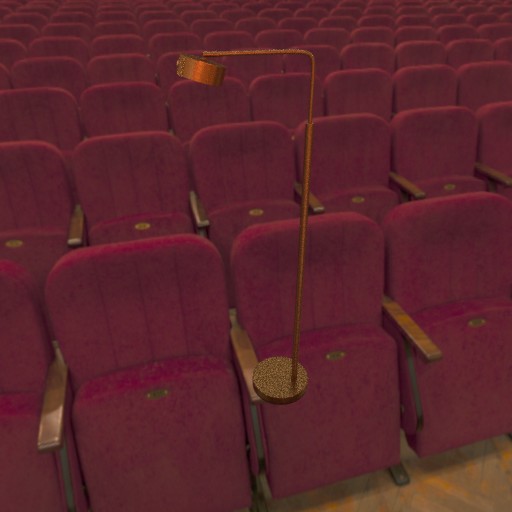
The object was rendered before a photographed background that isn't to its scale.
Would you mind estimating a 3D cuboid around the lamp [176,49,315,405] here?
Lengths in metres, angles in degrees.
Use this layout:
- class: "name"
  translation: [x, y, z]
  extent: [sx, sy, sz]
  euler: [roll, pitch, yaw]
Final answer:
- class: "lamp"
  translation: [0.000, 0.000, 1.443]
  extent: [0.418, 1.230, 0.219]
  euler: [-8, 32, -13]
